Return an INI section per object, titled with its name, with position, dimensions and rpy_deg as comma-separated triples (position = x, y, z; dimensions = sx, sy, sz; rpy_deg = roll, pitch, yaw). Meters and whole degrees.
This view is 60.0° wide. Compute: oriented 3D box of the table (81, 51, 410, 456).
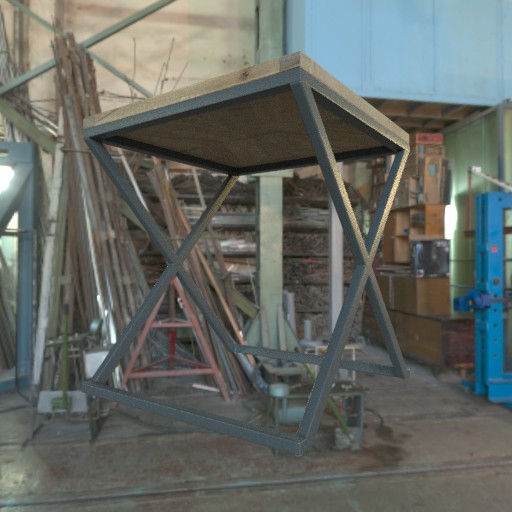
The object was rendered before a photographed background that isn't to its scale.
[table]
position = 0.000, 0.000, 0.939
dimensions = 0.499, 0.550, 0.498
rpy_deg = 0, -1, 35
